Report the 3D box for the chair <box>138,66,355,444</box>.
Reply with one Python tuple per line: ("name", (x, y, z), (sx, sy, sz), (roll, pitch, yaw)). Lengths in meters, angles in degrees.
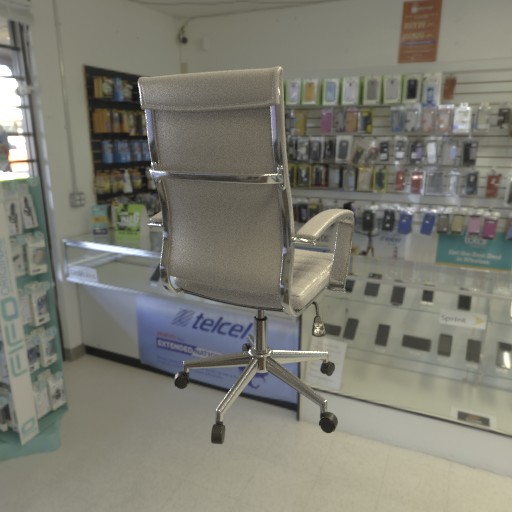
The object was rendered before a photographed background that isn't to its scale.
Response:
("chair", (0.000, 0.000, 1.575), (0.679, 1.149, 0.667), (8, 17, 26))
